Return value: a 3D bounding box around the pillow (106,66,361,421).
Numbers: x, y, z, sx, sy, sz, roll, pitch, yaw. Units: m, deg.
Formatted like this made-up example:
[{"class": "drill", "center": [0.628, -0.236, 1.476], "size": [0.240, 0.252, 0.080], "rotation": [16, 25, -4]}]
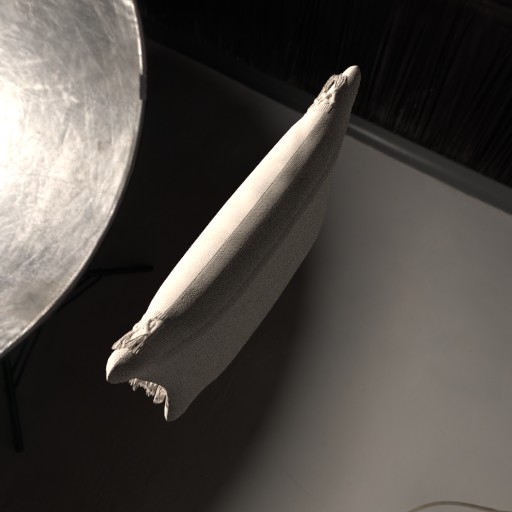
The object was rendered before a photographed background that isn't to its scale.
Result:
[{"class": "pillow", "center": [0.000, 0.000, 0.596], "size": [0.084, 0.305, 0.466], "rotation": [30, 66, 15]}]
